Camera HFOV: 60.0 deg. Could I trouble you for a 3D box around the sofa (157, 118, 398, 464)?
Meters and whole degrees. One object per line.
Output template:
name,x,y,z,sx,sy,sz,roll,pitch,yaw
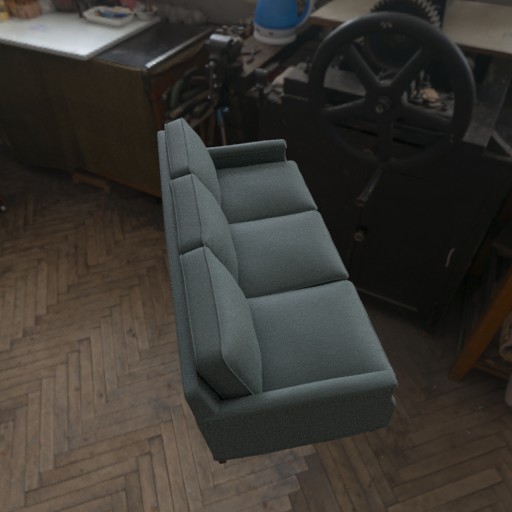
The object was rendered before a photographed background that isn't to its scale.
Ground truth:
sofa,0.000,0.000,2.900,1.084,1.003,2.246,-9,47,-8
